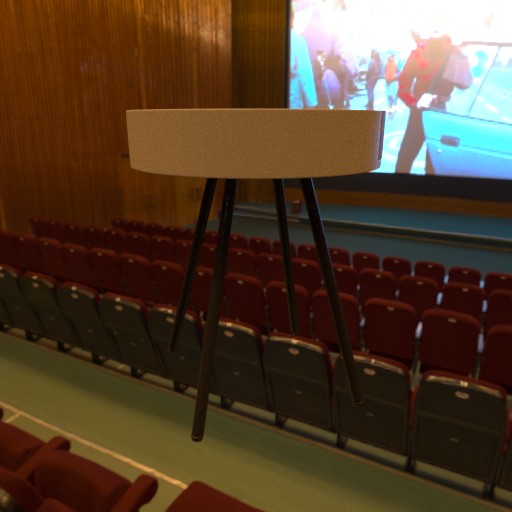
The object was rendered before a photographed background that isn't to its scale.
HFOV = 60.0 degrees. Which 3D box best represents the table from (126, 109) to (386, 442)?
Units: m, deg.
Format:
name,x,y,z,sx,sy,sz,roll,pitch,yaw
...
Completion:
name,x,y,z,sx,sy,sz,roll,pitch,yaw
table,0.000,0.000,0.845,0.450,0.525,0.450,0,17,0
